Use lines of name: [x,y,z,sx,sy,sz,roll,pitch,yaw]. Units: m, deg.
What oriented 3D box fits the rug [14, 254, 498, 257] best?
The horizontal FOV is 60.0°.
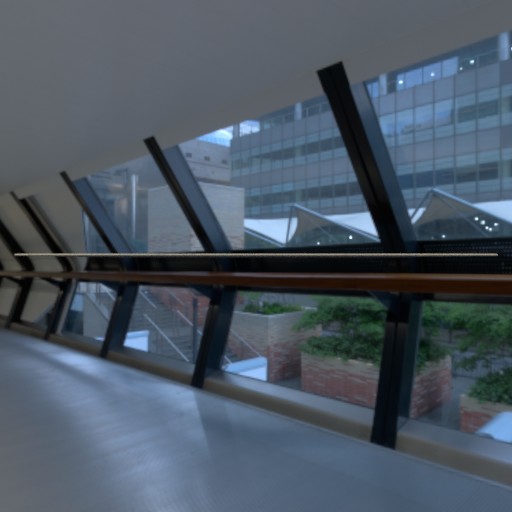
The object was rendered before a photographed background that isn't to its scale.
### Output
rug: [0.000,0.000,2.282,1.828,0.007,1.220,0,0,0]
